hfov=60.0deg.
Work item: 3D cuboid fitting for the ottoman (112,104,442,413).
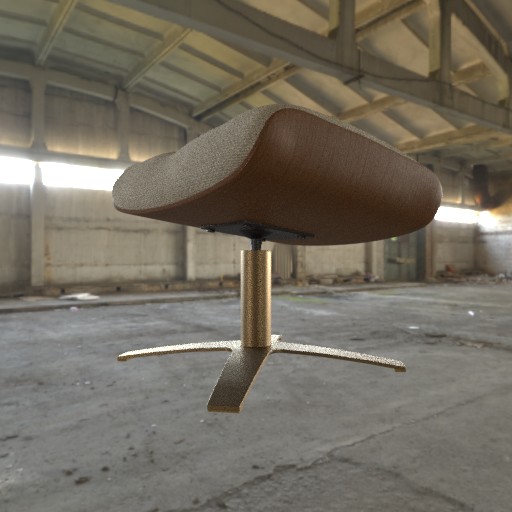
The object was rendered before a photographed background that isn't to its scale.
[{"bbox_3d":[0.000,0.000,0.805,0.394,0.391,0.520,0,0,-36],"label":"ottoman"}]
